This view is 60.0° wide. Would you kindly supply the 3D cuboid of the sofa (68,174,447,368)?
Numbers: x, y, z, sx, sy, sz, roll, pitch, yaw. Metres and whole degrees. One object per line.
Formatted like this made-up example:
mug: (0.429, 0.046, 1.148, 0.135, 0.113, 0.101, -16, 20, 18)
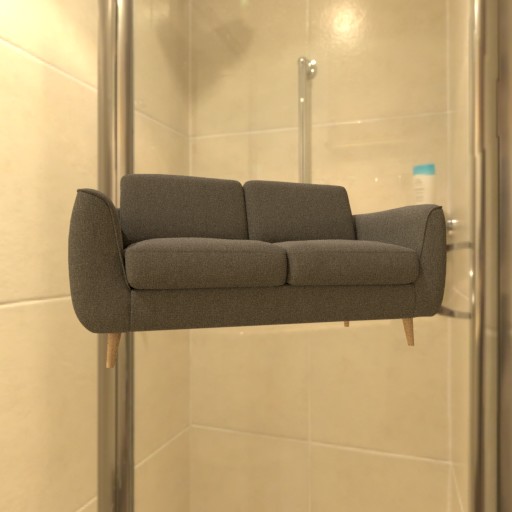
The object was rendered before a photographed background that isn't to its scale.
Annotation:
sofa: (0.000, 0.000, 2.241, 1.700, 0.870, 0.920, 0, 0, -18)
